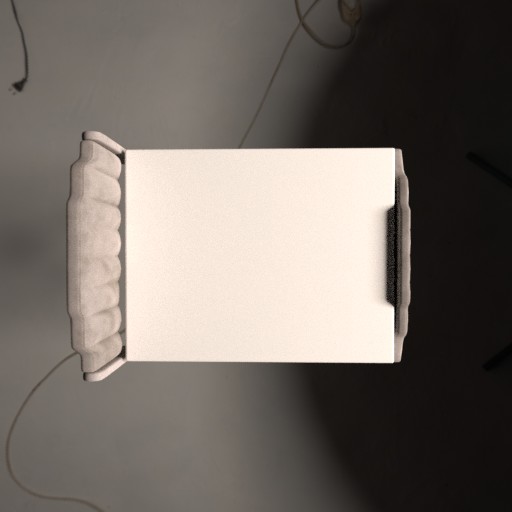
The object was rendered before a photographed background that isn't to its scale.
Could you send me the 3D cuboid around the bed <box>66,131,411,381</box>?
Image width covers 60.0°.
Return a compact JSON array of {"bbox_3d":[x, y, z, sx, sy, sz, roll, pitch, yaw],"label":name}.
[{"bbox_3d":[0.000,0.000,3.335,2.340,1.245,1.676,0,91,2],"label":"bed"}]
